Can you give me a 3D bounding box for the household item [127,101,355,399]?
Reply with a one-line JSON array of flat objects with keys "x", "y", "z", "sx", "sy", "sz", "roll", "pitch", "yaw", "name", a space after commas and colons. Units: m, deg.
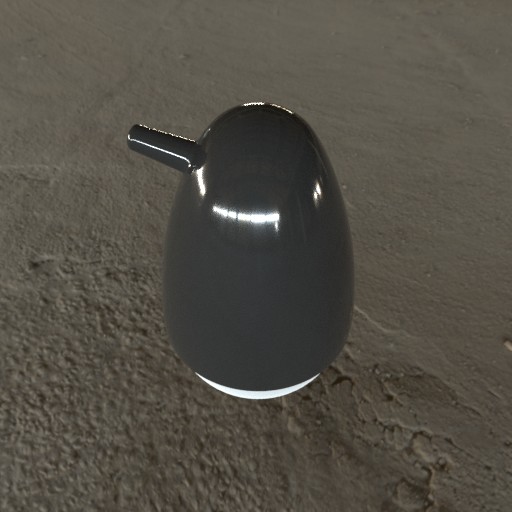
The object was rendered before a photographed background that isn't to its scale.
[{"x": 0.000, "y": 0.000, "z": 0.220, "sx": 0.104, "sy": 0.152, "sz": 0.102, "roll": 1, "pitch": 42, "yaw": 1, "name": "household item"}]
